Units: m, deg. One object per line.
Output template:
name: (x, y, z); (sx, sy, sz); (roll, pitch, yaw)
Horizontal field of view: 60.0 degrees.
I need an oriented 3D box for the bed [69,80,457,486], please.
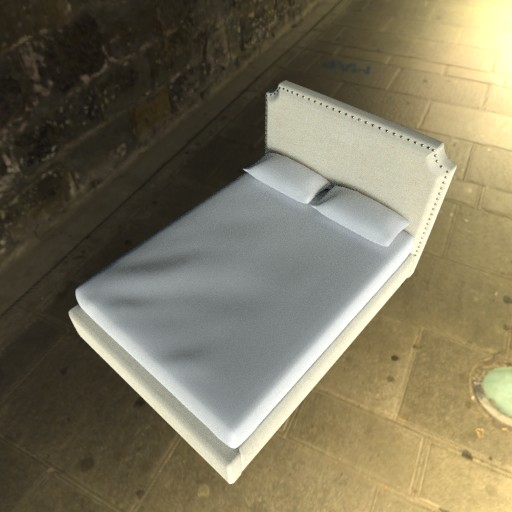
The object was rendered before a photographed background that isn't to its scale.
bed: (0.000, 0.000, 3.355); (1.713, 1.457, 2.381); (33, 55, 27)
